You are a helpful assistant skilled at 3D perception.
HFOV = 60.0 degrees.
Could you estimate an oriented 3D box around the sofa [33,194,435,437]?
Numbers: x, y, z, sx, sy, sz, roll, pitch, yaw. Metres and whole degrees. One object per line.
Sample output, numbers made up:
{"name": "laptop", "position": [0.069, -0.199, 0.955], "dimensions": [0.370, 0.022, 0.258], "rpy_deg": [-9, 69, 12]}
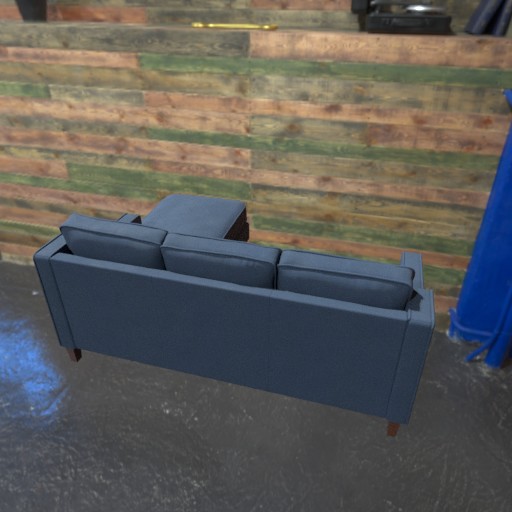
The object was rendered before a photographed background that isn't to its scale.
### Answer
{"name": "sofa", "position": [0.000, 0.000, 3.315], "dimensions": [2.317, 1.066, 1.858], "rpy_deg": [9, 32, 14]}
